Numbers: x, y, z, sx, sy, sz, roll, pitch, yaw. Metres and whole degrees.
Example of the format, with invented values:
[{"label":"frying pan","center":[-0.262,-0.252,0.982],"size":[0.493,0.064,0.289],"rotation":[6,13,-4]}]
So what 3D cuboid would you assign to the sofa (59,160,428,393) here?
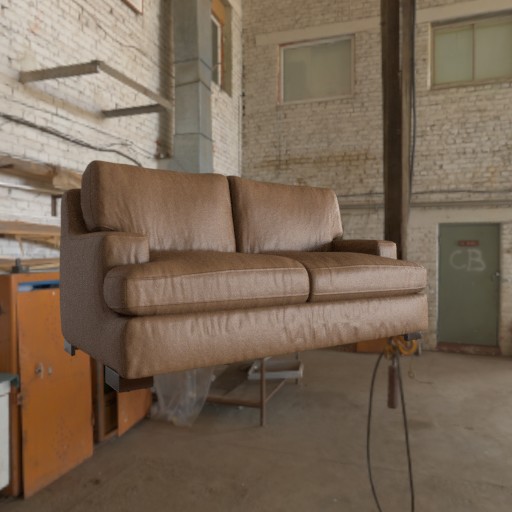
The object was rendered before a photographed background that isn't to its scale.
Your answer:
[{"label":"sofa","center":[0.000,0.000,2.435],"size":[1.855,0.980,0.962],"rotation":[0,0,-35]}]
